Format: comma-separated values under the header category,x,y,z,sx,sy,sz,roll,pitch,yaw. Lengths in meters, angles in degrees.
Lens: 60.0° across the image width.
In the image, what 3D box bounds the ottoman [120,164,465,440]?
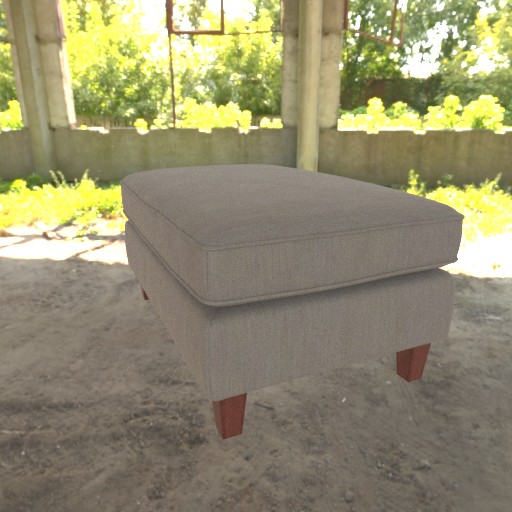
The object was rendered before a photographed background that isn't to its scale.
category,x,y,z,sx,sy,sz,roll,pitch,yaw
ottoman,0.000,0.000,1.301,0.636,0.480,0.941,-8,19,-24
